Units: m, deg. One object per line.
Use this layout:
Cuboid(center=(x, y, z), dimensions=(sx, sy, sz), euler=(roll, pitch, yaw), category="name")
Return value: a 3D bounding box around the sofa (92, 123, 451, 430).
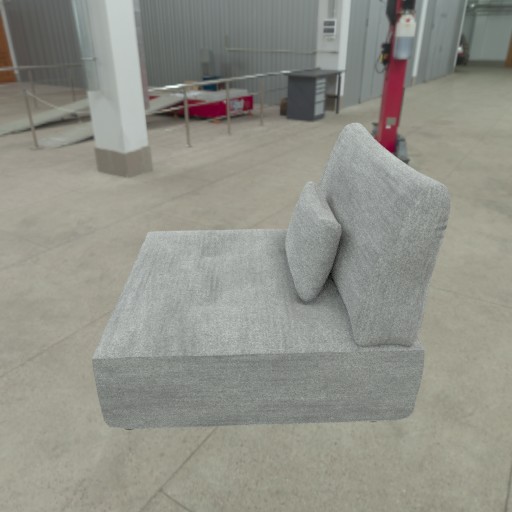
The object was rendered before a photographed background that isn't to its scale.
Cuboid(center=(0.000, 0.000, 1.675), dimensions=(1.000, 0.820, 0.930), euler=(-1, 27, -2), category="sofa")
